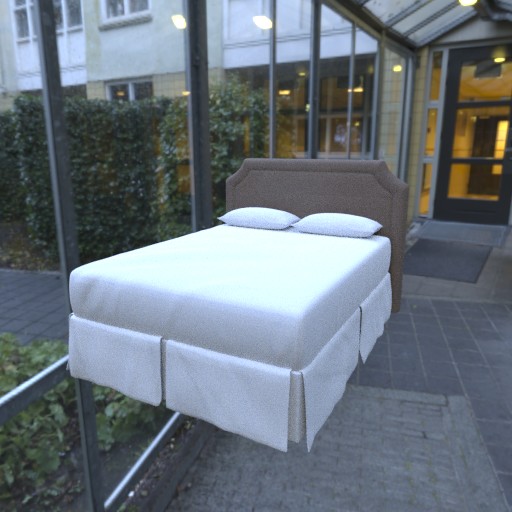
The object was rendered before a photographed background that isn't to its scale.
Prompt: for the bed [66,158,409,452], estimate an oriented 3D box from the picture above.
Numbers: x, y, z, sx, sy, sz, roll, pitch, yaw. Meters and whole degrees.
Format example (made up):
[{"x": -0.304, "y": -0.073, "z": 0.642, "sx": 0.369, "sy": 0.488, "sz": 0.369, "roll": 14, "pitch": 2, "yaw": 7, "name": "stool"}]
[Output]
[{"x": 0.000, "y": 0.000, "z": 3.132, "sx": 1.693, "sy": 1.290, "sz": 2.116, "roll": 7, "pitch": 16, "yaw": 27, "name": "bed"}]
